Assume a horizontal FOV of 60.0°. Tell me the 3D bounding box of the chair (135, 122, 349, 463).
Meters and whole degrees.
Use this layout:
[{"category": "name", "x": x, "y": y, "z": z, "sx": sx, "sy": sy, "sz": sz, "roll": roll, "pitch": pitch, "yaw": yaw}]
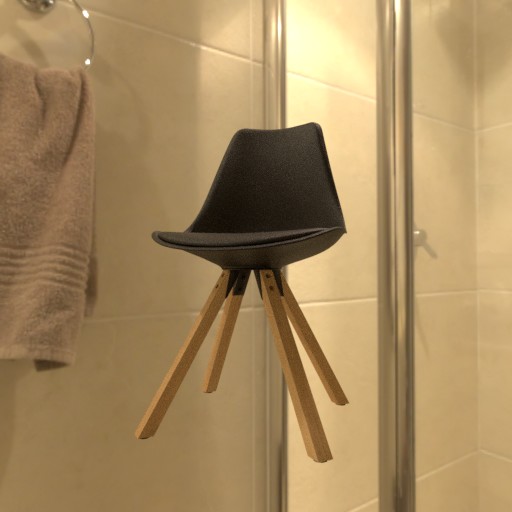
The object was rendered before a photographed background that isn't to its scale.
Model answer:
[{"category": "chair", "x": 0.000, "y": 0.000, "z": 1.187, "sx": 0.485, "sy": 0.850, "sz": 0.549, "roll": 0, "pitch": -1, "yaw": 17}]
